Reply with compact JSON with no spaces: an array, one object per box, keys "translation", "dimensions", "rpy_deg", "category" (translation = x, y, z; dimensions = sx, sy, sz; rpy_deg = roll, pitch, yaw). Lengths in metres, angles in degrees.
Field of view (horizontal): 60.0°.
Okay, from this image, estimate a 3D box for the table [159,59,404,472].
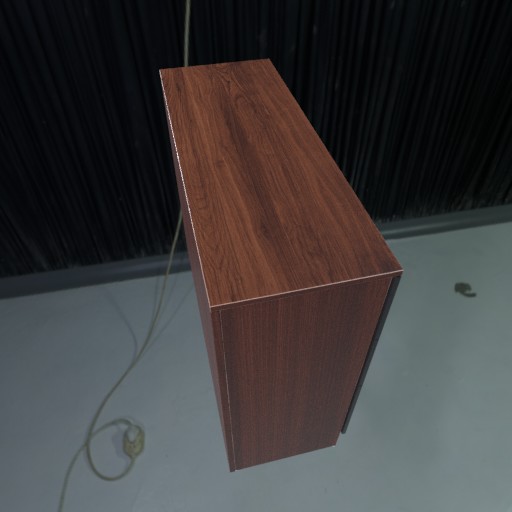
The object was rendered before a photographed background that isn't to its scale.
[{"translation":[0.000,0.000,1.350],"dimensions":[0.380,0.790,0.930],"rpy_deg":[-10,47,-9],"category":"table"}]
